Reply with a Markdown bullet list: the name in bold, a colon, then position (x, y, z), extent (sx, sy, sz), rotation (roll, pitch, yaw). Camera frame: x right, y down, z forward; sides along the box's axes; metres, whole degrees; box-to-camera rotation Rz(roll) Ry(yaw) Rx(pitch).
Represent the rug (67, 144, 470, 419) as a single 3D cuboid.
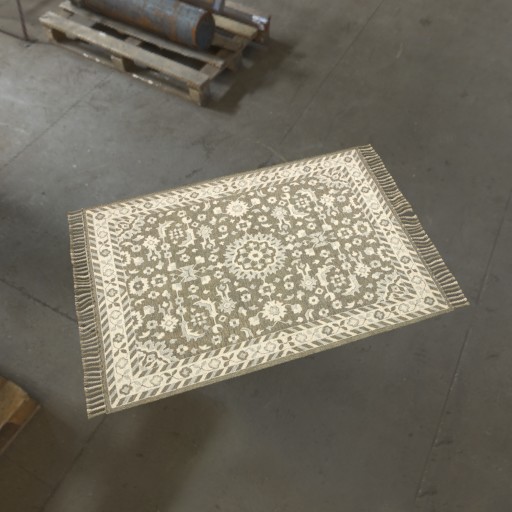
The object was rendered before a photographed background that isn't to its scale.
- **rug**: position (0.000, 0.000, 3.041), extent (2.431, 0.025, 1.530), rotation (-14, 59, -9)
